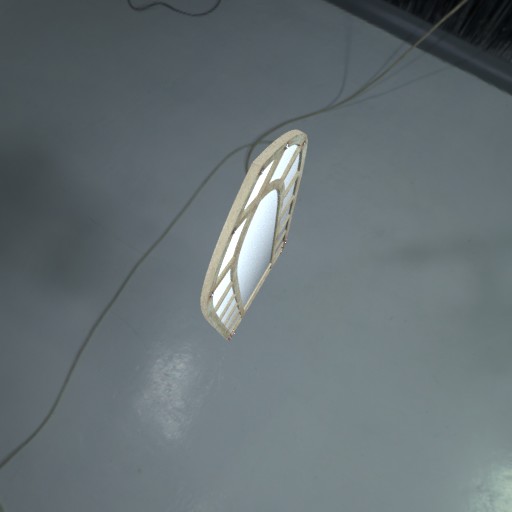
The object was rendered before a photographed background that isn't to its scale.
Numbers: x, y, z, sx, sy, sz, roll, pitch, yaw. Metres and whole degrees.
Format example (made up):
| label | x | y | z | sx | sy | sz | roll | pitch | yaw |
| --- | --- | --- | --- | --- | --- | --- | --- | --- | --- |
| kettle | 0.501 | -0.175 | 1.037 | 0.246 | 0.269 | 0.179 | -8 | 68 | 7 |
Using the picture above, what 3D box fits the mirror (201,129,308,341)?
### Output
| label | x | y | z | sx | sy | sz | roll | pitch | yaw |
| --- | --- | --- | --- | --- | --- | --- | --- | --- | --- |
| mirror | 0.000 | 0.000 | 1.268 | 0.025 | 1.175 | 0.464 | 29 | 78 | 7 |
